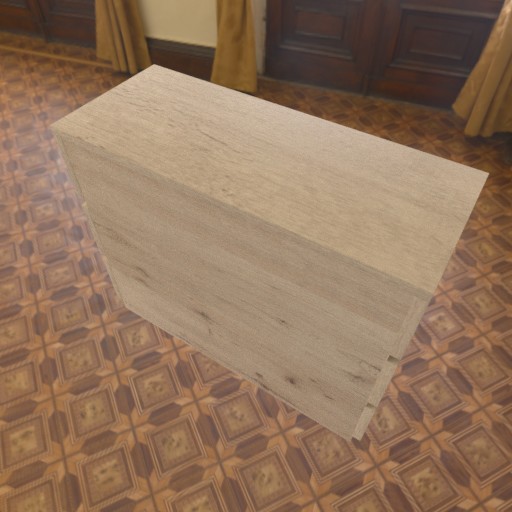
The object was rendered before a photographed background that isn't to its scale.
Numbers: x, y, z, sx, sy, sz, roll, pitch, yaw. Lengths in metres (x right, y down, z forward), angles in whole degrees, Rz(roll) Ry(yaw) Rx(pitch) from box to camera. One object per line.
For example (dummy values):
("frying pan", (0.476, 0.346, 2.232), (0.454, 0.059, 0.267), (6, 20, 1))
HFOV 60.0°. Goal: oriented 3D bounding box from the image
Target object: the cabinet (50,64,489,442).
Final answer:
("cabinet", (0.000, 0.000, 1.421), (1.040, 0.820, 0.420), (25, 53, 21))
